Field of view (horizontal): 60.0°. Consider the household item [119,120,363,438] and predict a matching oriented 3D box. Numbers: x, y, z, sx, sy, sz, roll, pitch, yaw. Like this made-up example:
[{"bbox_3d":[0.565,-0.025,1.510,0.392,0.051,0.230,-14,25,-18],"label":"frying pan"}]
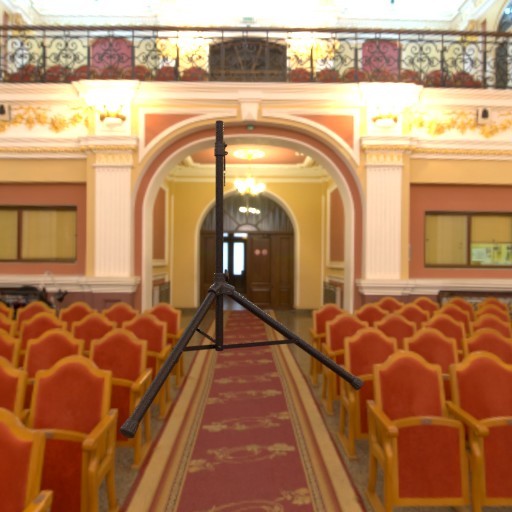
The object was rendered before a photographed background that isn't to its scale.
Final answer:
[{"bbox_3d":[0.000,0.000,1.872,0.907,1.136,1.045,0,-1,-1],"label":"household item"}]
